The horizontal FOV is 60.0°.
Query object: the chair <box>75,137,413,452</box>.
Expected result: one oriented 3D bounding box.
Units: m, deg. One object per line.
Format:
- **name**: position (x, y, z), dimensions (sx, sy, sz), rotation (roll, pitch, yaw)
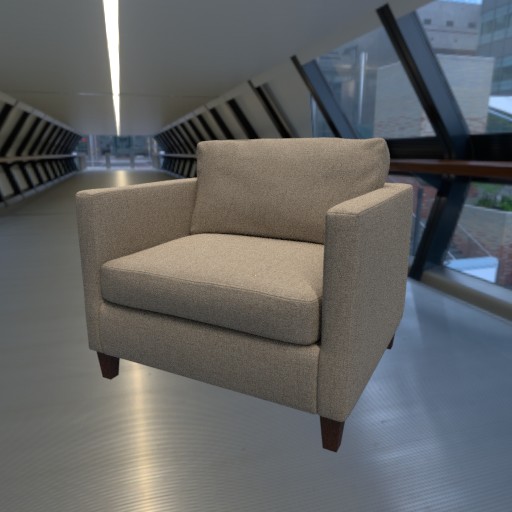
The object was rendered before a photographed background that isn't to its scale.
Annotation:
- **chair**: position (0.000, 0.000, 1.853), dimensions (1.107, 0.961, 0.959), rotation (7, 16, 27)
